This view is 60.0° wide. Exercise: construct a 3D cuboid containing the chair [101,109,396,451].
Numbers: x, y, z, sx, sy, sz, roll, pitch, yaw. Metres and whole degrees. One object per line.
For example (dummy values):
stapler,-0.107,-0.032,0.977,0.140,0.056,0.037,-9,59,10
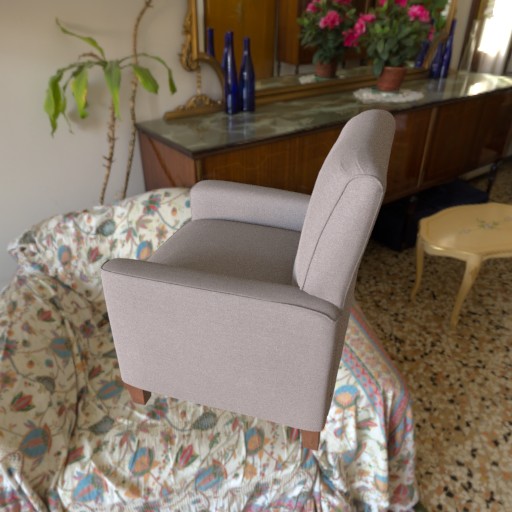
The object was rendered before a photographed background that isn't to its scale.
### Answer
chair,0.000,0.000,1.665,0.859,1.023,0.845,9,32,15
